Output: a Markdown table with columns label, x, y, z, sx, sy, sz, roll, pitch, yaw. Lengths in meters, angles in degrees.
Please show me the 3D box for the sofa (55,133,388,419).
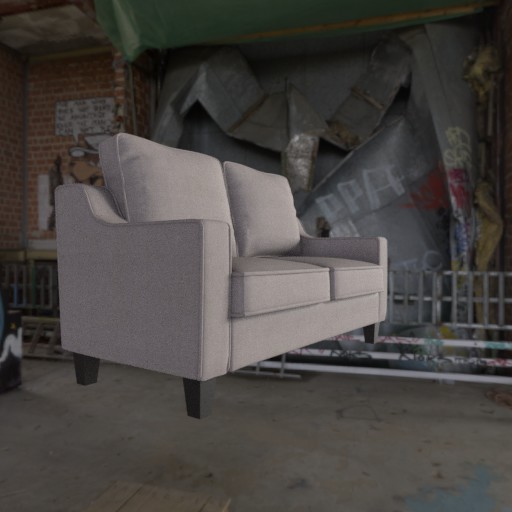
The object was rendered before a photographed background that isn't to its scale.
| label | x | y | z | sx | sy | sz | roll | pitch | yaw |
| --- | --- | --- | --- | --- | --- | --- | --- | --- | --- |
| sofa | 0.000 | 0.000 | 2.038 | 0.791 | 0.948 | 1.500 | 0 | 0 | 36 |
